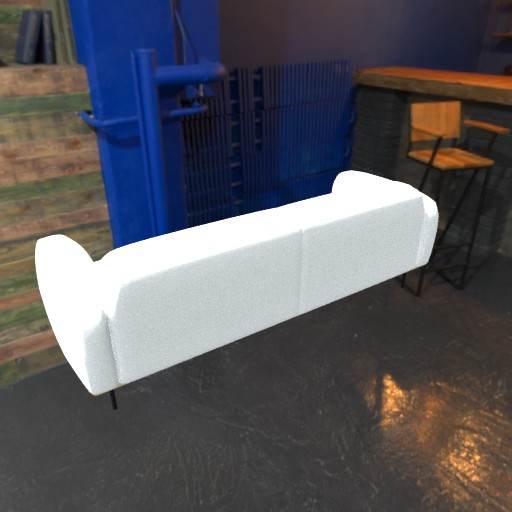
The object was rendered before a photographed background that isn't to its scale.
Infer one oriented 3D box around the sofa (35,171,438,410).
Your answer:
[{"bbox_3d":[0.000,0.000,2.606,2.280,0.780,0.870,-17,32,-29],"label":"sofa"}]
